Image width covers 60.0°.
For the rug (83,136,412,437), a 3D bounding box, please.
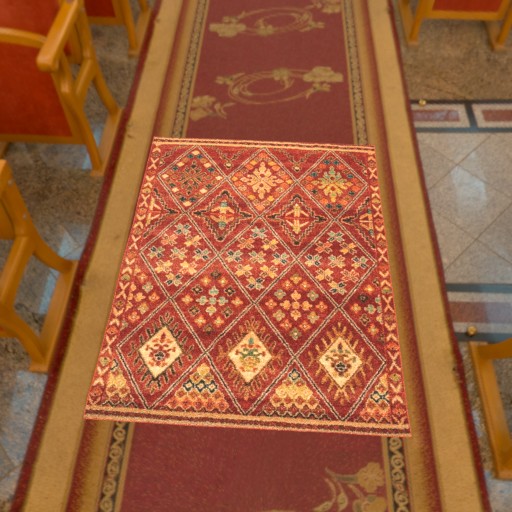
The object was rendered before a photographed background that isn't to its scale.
[{"bbox_3d":[0.000,0.000,4.165,2.489,0.030,3.086,3,58,2],"label":"rug"}]
